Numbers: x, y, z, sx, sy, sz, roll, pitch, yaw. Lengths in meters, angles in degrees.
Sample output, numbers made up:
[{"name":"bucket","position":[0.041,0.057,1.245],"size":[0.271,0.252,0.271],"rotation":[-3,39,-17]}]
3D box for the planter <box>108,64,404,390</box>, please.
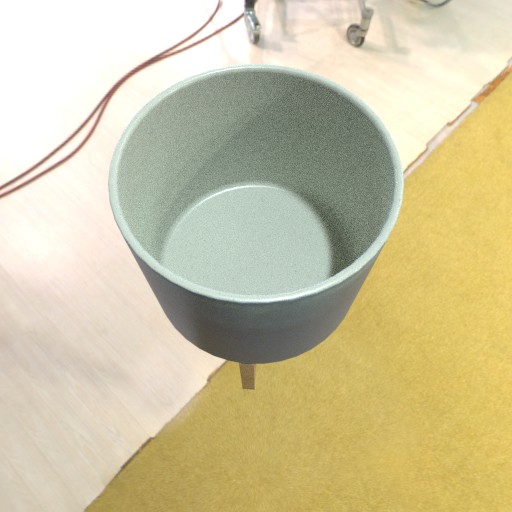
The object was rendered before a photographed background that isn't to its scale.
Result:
[{"name":"planter","position":[0.000,0.000,0.407],"size":[0.192,0.263,0.192],"rotation":[0,63,0]}]
